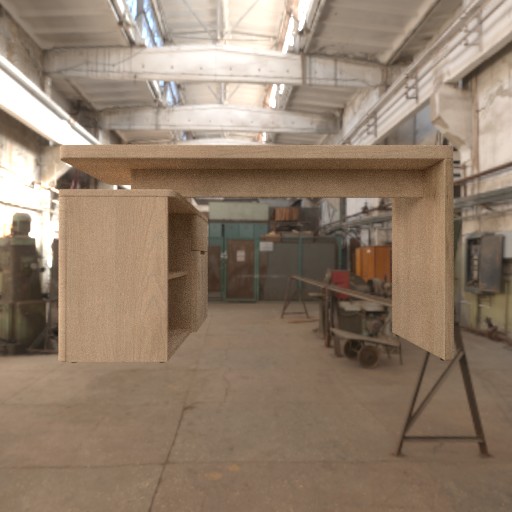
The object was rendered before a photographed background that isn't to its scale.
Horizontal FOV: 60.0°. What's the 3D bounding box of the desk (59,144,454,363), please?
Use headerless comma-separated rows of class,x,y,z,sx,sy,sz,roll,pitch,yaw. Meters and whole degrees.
desk,0.000,0.000,2.127,1.400,0.770,1.175,0,0,-1
